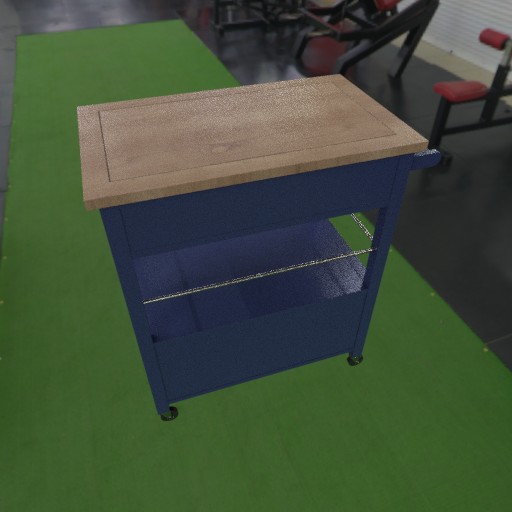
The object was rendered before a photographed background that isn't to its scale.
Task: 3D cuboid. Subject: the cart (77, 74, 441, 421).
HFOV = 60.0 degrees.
[{"bbox_3d":[0.000,0.000,1.400,0.840,0.901,0.459,-12,43,-14],"label":"cart"}]
